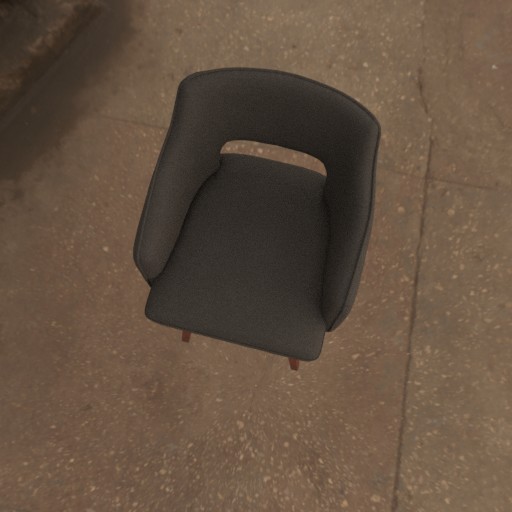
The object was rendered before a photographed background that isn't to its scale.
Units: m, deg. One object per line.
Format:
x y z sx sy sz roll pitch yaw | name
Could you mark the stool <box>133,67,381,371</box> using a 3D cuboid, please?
0.000 0.000 1.345 0.548 1.012 0.558 14 74 4 | stool
